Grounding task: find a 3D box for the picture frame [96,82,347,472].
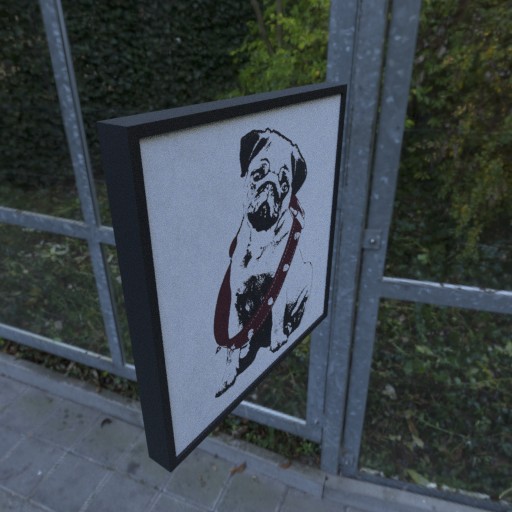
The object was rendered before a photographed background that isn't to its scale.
[{"bbox_3d":[0.000,0.000,0.468,0.030,0.317,0.317,18,32,31],"label":"picture frame"}]
